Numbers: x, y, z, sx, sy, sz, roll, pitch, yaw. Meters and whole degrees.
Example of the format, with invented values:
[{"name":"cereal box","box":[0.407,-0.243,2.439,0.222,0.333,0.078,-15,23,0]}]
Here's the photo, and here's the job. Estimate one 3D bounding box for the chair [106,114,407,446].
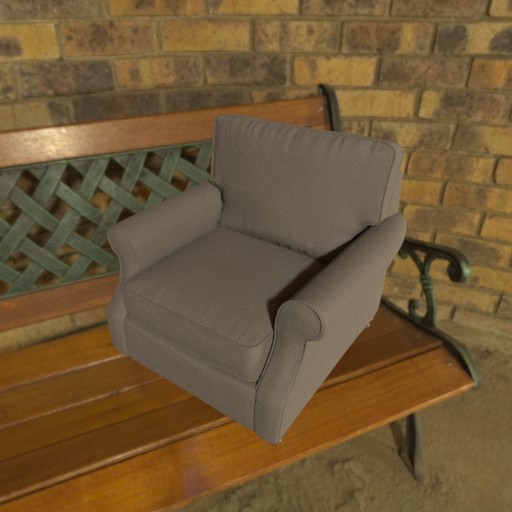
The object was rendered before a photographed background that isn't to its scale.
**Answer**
[{"name":"chair","box":[0.000,0.000,1.854,1.029,0.967,0.966,20,36,30]}]
